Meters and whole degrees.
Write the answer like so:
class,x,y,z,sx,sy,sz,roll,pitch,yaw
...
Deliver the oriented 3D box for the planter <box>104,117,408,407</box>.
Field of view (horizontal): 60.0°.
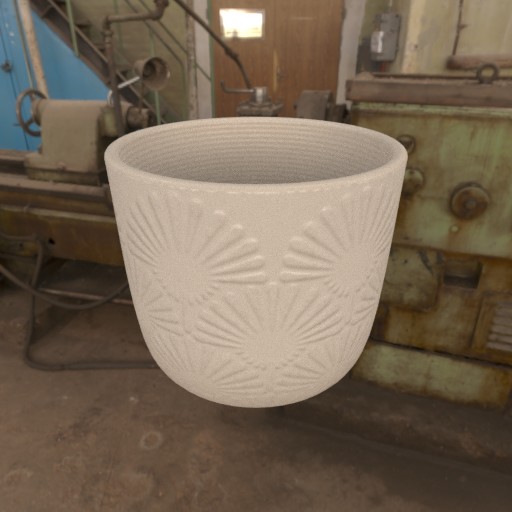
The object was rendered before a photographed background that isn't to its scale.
class,x,y,z,sx,sy,sz,roll,pitch,yaw
planter,0.000,0.000,0.213,0.124,0.109,0.124,0,27,0
